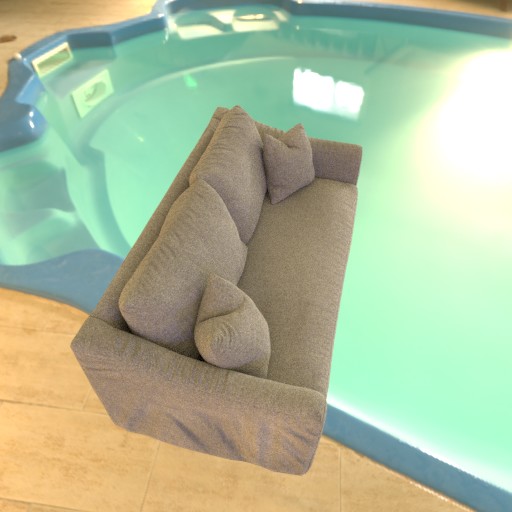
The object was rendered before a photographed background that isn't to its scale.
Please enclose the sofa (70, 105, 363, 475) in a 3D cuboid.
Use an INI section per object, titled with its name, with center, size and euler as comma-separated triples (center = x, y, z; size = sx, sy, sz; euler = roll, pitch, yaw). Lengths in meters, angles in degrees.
[sofa]
center = 0.000, 0.000, 2.587
size = 1.072, 1.018, 2.010
euler = 10, 47, 9
